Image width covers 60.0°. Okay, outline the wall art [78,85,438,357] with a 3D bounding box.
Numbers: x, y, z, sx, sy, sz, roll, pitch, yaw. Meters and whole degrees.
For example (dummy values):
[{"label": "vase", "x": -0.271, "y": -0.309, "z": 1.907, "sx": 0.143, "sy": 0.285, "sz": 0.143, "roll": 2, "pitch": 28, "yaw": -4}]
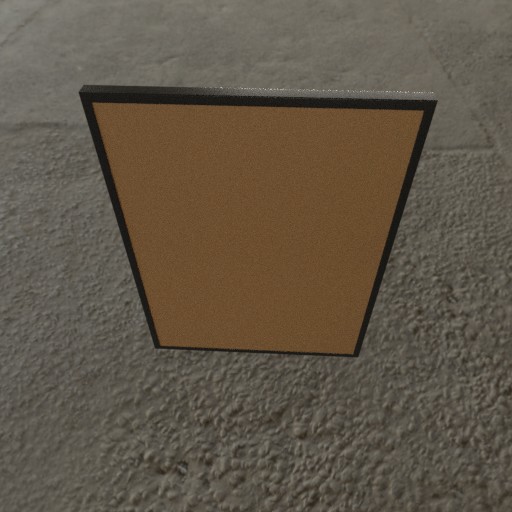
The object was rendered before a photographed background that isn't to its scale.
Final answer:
[{"label": "wall art", "x": 0.000, "y": 0.000, "z": 1.383, "sx": 0.804, "sy": 1.061, "sz": 0.039, "roll": 2, "pitch": 46, "yaw": 2}]
